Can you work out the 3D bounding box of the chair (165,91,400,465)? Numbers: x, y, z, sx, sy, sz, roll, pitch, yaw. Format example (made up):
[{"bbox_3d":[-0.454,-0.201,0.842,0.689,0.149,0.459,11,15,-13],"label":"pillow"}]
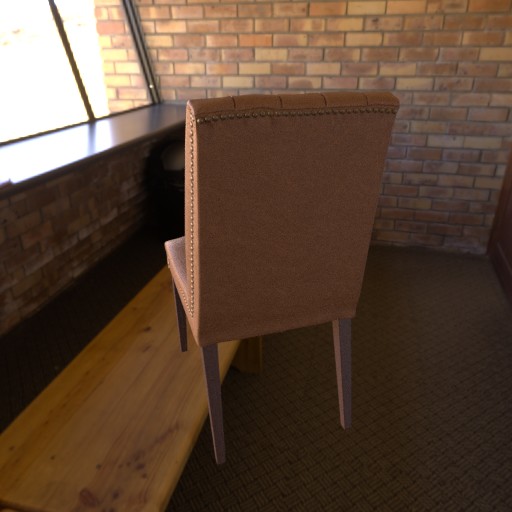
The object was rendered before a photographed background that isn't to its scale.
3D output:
[{"bbox_3d":[0.000,0.000,1.404,0.511,1.016,0.647,-8,26,-17],"label":"chair"}]
